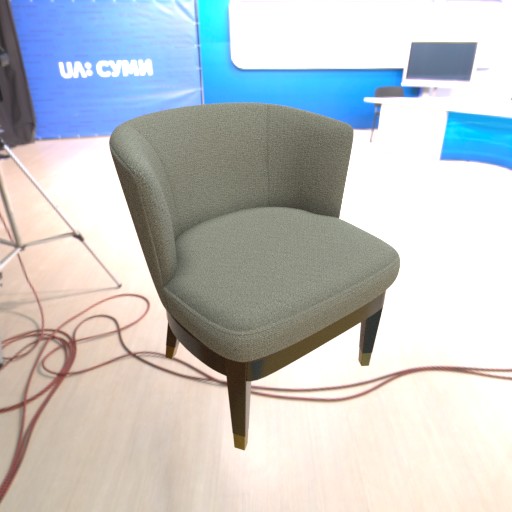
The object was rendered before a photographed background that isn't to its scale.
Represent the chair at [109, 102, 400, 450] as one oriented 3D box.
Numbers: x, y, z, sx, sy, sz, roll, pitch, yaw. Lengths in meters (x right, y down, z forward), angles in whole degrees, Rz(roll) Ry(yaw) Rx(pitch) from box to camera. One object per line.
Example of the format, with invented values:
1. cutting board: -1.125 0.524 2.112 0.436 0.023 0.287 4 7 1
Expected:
1. chair: 0.000 0.000 1.294 0.700 0.760 0.660 -21 35 -34
